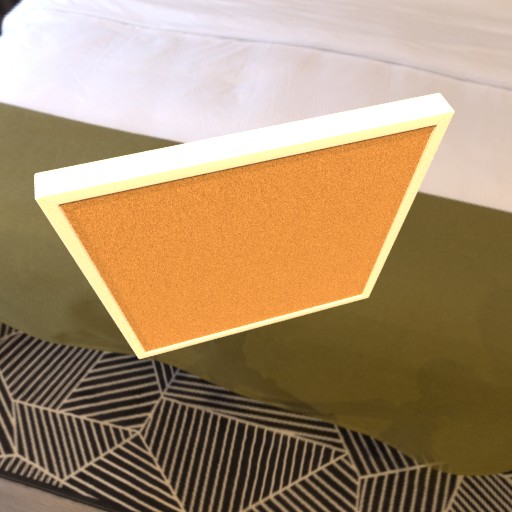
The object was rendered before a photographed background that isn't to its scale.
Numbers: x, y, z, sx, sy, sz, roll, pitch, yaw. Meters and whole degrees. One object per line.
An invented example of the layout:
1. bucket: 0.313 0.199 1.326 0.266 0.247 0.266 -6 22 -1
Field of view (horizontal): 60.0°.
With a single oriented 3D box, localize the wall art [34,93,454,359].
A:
1. wall art: 0.000 0.000 0.739 0.508 0.508 0.038 -14 58 -9
